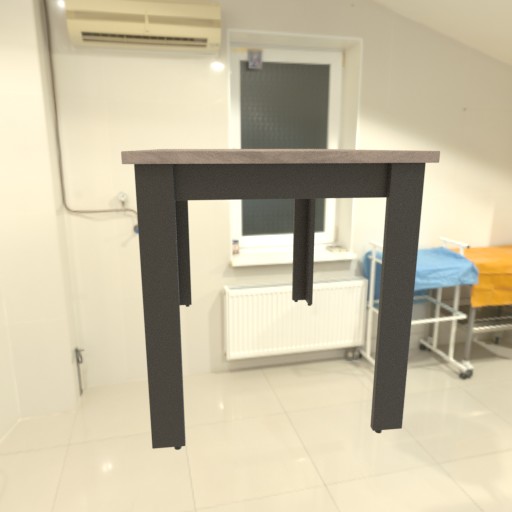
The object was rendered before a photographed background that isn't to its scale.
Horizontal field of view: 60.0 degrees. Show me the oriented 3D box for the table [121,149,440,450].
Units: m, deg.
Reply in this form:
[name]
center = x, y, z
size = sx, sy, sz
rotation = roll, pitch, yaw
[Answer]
[table]
center = 0.000, 0.000, 1.573
size = 0.700, 0.734, 1.100
rotation = -2, 14, -7
